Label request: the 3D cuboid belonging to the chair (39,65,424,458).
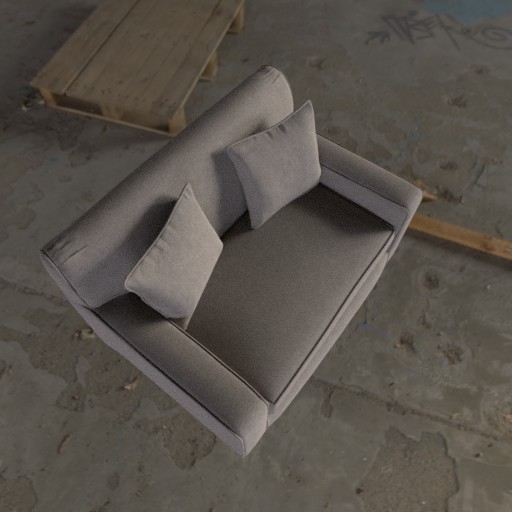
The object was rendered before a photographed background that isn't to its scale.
[{"bbox_3d":[0.000,0.000,2.061,0.992,0.953,1.395,34,65,18],"label":"chair"}]
